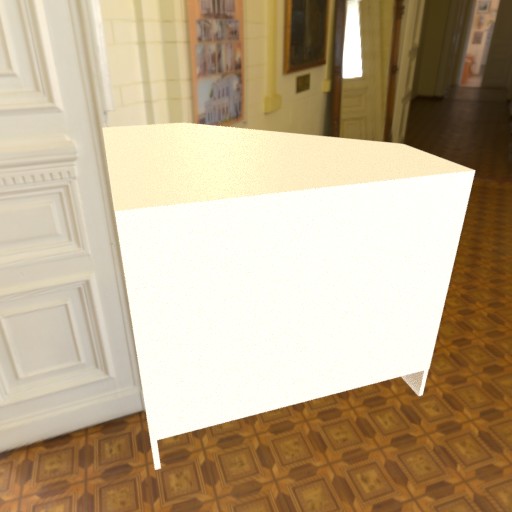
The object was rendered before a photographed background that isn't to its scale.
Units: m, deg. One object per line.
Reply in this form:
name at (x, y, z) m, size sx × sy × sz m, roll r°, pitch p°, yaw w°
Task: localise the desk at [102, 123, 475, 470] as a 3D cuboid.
desk at (0.000, 0.000, 1.642) m, size 0.940 × 0.818 × 0.926 m, roll -9°, pitch 29°, yaw -16°
